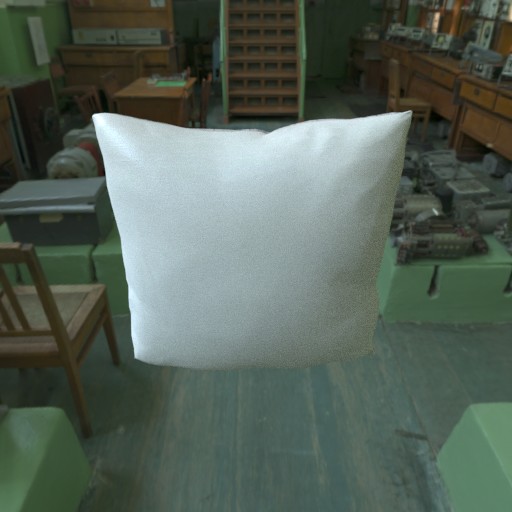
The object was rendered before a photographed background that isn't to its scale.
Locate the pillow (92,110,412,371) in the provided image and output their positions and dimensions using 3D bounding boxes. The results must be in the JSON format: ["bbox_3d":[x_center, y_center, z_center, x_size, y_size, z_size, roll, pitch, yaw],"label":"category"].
[{"bbox_3d":[0.000,0.000,0.709,0.450,0.448,0.245,-1,30,-2],"label":"pillow"}]
